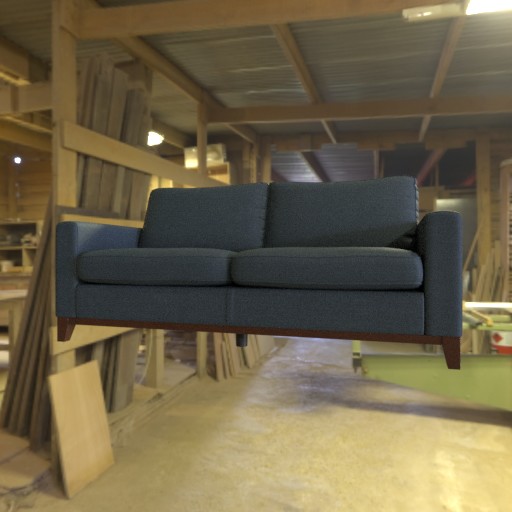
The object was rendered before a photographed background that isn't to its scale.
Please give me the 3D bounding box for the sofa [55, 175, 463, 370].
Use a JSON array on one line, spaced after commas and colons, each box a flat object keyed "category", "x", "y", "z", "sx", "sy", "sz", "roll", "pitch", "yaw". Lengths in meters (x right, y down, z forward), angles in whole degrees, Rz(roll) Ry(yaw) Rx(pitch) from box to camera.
[{"category": "sofa", "x": 0.000, "y": 0.000, "z": 2.347, "sx": 1.900, "sy": 0.865, "sz": 0.877, "roll": 0, "pitch": 0, "yaw": 17}]
